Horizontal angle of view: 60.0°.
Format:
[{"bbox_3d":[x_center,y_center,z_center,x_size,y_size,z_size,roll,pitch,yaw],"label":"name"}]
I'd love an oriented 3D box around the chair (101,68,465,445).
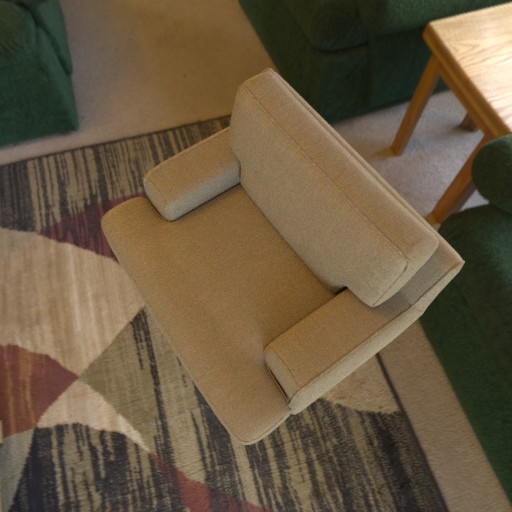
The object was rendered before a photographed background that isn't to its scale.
[{"bbox_3d":[0.000,0.000,1.990,1.043,0.974,1.270,-32,68,-14],"label":"chair"}]
